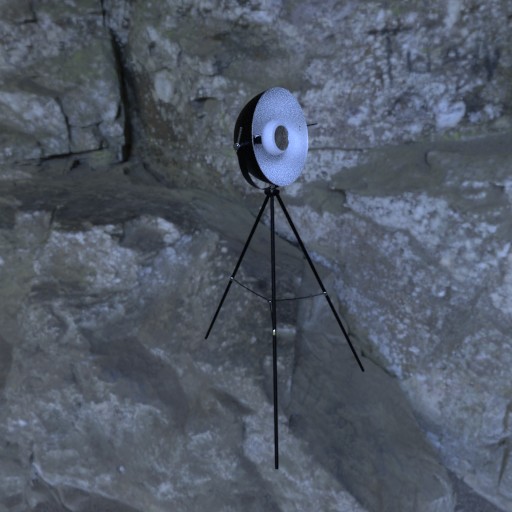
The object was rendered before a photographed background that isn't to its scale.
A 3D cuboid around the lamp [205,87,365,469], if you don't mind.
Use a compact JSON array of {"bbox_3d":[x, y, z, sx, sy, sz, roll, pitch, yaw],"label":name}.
[{"bbox_3d":[0.000,0.000,2.101,0.920,1.512,0.817,19,33,32],"label":"lamp"}]
